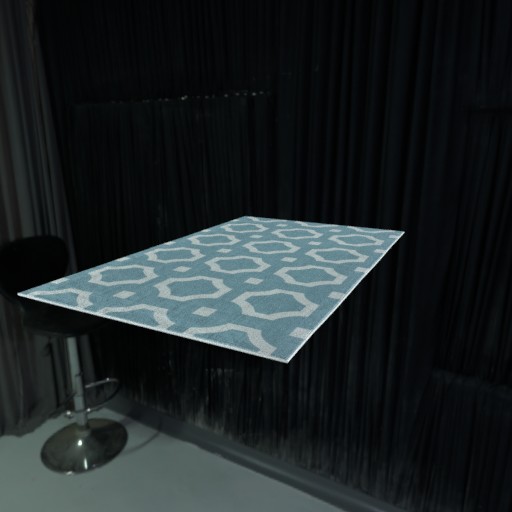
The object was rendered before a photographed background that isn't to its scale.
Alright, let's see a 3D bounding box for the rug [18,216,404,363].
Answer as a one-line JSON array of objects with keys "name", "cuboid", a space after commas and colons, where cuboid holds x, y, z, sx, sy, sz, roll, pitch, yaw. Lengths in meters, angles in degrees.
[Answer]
[{"name": "rug", "cuboid": [0.000, 0.000, 3.002, 1.528, 0.015, 2.443, 8, 18, 26]}]
